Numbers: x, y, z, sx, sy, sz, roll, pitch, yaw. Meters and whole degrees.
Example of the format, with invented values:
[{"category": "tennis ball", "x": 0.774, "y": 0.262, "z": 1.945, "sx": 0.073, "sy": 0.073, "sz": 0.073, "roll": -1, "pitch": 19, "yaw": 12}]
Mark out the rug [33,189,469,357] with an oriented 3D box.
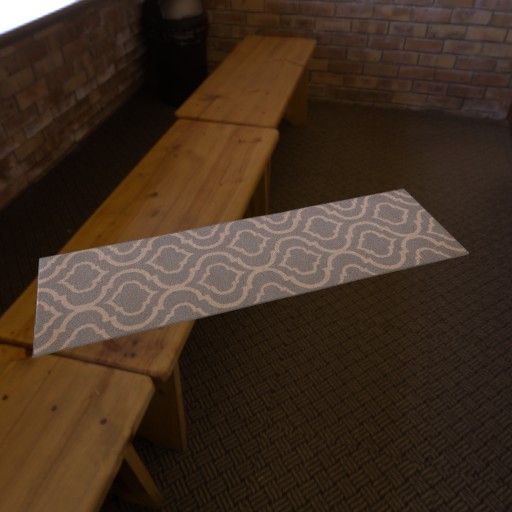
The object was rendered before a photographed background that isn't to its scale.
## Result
[{"category": "rug", "x": 0.000, "y": 0.000, "z": 2.445, "sx": 2.275, "sy": 0.009, "sz": 0.684, "roll": -12, "pitch": 43, "yaw": -13}]
